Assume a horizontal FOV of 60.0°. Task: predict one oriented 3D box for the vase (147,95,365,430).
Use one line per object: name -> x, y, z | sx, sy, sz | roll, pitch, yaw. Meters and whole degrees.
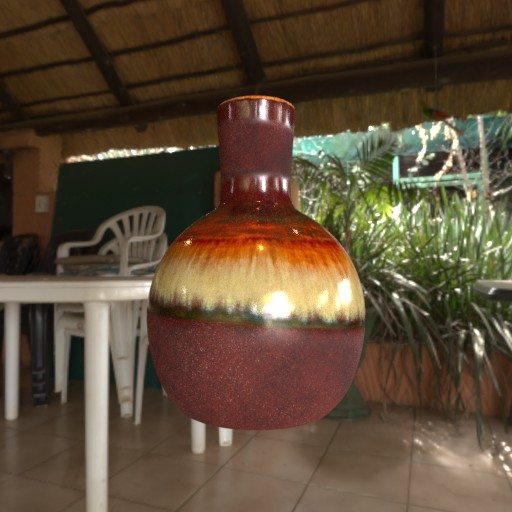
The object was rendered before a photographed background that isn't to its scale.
vase -> 0.000, 0.000, 0.232 | 0.111, 0.154, 0.111 | 0, -1, 0
